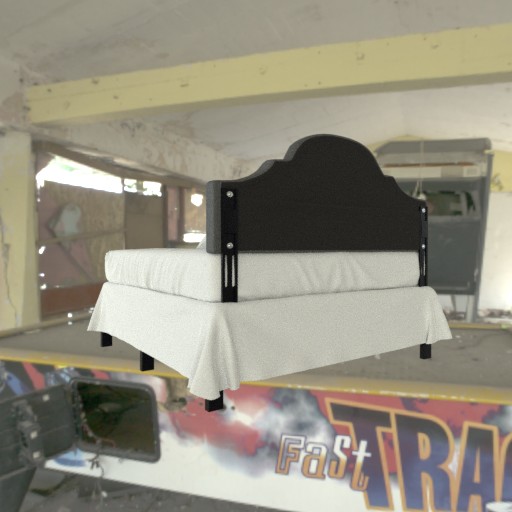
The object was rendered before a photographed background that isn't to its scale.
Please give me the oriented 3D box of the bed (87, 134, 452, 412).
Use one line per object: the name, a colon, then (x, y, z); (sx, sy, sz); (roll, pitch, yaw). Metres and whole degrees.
bed: (0.000, 0.000, 3.737); (2.303, 1.631, 2.222); (-1, 1, -35)
